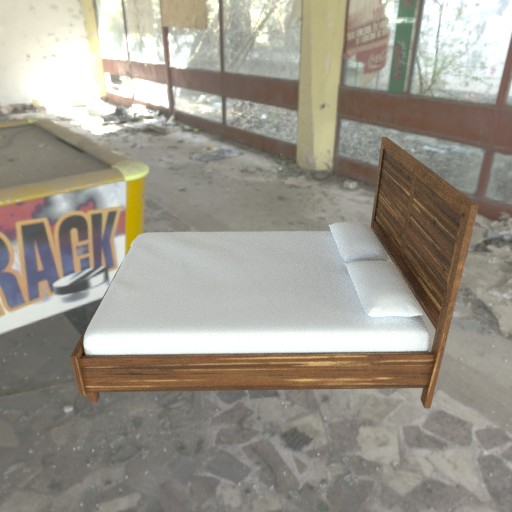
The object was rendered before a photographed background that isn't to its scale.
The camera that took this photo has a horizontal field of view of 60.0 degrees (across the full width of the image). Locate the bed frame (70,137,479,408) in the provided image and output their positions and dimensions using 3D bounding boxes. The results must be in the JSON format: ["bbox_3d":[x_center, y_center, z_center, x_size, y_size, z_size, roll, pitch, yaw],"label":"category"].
[{"bbox_3d":[0.000,0.000,3.342,2.276,1.417,1.696,0,27,-1],"label":"bed frame"}]
